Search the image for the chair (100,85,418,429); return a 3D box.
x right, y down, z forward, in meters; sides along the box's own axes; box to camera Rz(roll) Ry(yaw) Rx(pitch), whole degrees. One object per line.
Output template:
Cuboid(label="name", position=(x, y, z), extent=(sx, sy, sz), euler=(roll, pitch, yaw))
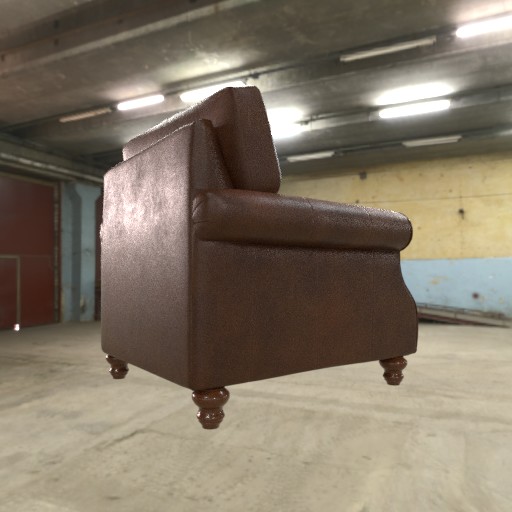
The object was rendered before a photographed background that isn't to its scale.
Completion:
Cuboid(label="chair", position=(0.000, 0.000, 1.755), extent=(0.992, 0.972, 0.989), euler=(2, -3, -36))
